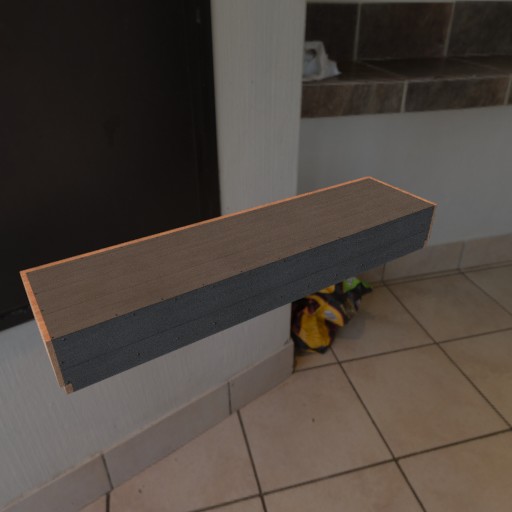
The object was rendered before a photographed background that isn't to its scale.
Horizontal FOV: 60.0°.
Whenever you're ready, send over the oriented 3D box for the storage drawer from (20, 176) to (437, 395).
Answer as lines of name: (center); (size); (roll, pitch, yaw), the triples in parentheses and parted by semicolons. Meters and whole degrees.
storage drawer: (0.000, 0.000, 2.217); (2.032, 0.264, 0.538); (-19, 36, -28)
